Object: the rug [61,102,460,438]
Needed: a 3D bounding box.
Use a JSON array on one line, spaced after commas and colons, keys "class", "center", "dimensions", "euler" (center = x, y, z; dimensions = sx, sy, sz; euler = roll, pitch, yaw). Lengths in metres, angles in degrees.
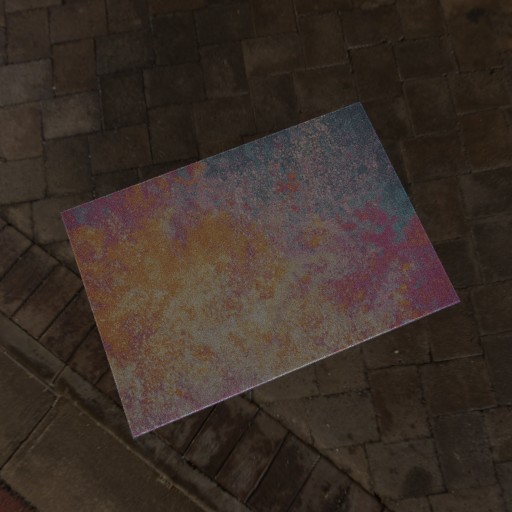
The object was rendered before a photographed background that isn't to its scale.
[{"class": "rug", "center": [0.000, 0.000, 3.797], "dimensions": [2.896, 0.013, 2.007], "euler": [-21, 78, -5]}]
